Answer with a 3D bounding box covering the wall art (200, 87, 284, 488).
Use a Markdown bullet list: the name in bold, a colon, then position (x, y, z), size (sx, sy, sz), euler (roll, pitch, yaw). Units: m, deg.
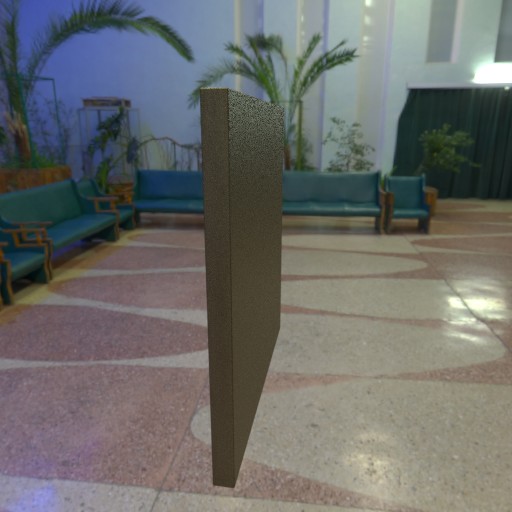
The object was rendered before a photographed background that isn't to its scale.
- **wall art**: position (0.000, 0.000, 0.765), size (0.031, 0.506, 0.503), euler (3, 17, 10)
